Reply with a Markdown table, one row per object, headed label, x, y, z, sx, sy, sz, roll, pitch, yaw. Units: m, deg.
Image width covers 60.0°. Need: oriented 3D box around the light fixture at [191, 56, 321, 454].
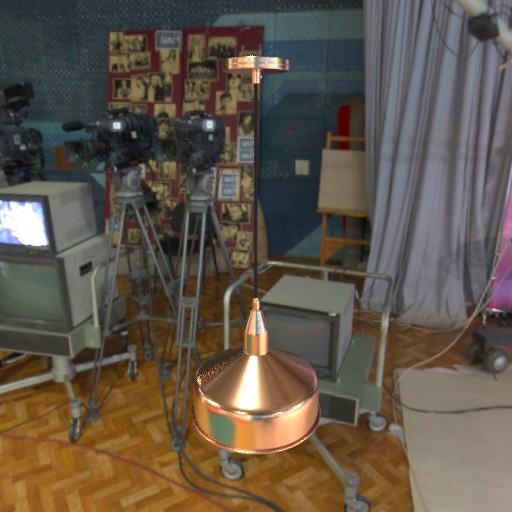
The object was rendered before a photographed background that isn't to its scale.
| label | x | y | z | sx | sy | sz | roll | pitch | yaw |
| --- | --- | --- | --- | --- | --- | --- | --- | --- | --- |
| light fixture | 0.000 | 0.000 | 0.929 | 0.301 | 0.754 | 0.301 | -8 | 20 | -25 |
